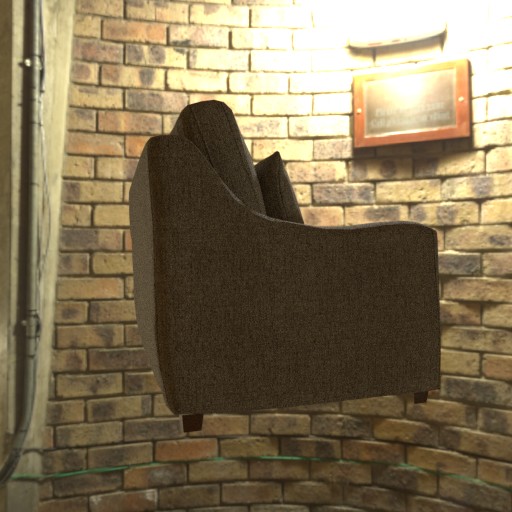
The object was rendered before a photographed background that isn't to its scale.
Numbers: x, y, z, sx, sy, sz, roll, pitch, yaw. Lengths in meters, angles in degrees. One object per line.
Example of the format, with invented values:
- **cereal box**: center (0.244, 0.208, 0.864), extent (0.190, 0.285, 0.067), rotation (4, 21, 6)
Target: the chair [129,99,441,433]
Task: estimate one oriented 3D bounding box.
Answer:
- **chair**: center (0.000, 0.000, 1.902), extent (1.009, 1.037, 1.138), rotation (0, -1, -19)
